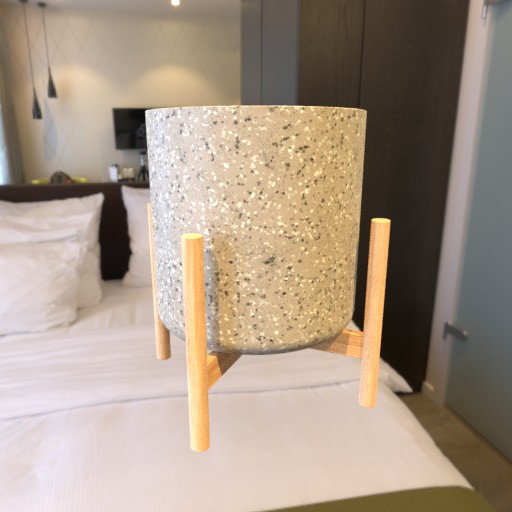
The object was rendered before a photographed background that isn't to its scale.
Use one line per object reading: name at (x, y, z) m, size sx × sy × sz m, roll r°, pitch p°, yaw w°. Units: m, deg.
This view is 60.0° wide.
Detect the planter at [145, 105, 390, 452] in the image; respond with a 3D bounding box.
planter at (0.000, 0.000, 0.679) m, size 0.360 × 0.419 × 0.360 m, roll -14°, pitch 21°, yaw -42°
